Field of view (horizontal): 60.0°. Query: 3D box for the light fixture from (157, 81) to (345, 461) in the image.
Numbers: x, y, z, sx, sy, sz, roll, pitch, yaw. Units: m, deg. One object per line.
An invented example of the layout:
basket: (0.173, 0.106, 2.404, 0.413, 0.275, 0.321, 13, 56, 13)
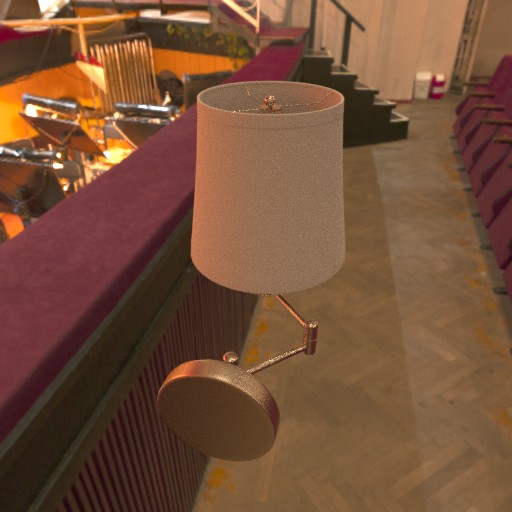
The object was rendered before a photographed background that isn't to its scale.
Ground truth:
light fixture: (0.000, 0.000, 0.585, 0.223, 0.381, 0.348, 9, 33, 13)
